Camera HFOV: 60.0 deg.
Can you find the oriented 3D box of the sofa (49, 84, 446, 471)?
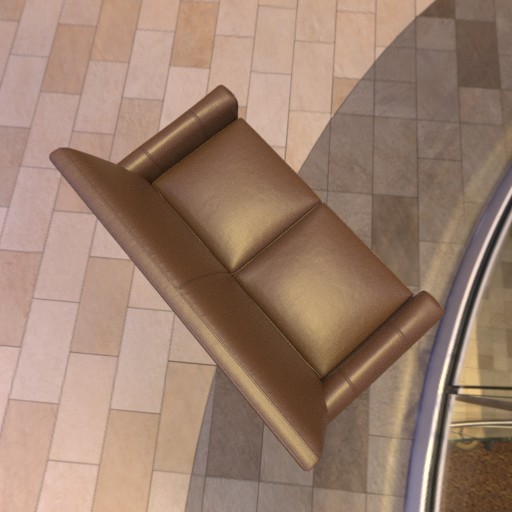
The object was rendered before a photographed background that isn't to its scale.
[{"bbox_3d":[0.000,0.000,2.027,0.853,0.859,1.468,-40,78,-10],"label":"sofa"}]
